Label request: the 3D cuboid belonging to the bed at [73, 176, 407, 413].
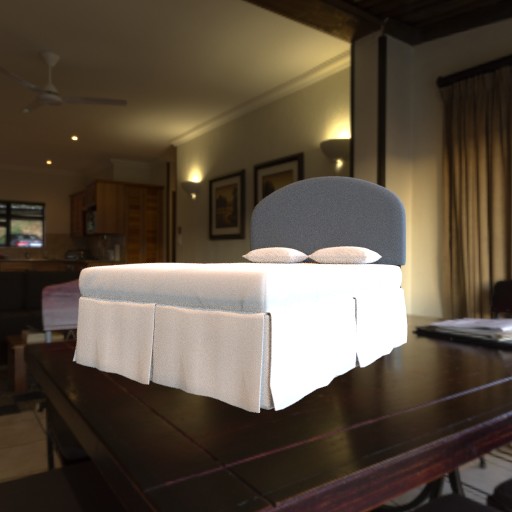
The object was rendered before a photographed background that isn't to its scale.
[{"bbox_3d":[0.000,0.000,3.200,1.607,1.410,2.005,0,0,36],"label":"bed"}]
